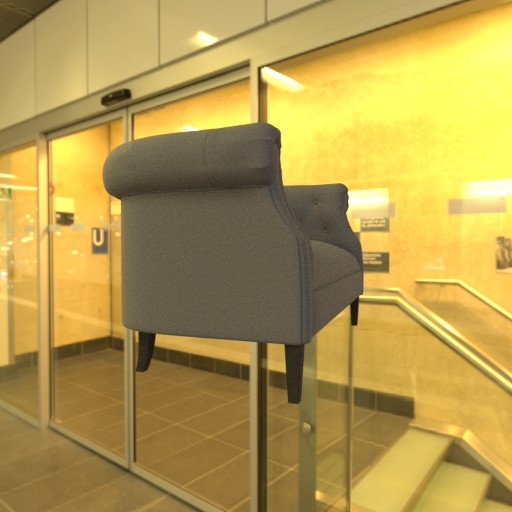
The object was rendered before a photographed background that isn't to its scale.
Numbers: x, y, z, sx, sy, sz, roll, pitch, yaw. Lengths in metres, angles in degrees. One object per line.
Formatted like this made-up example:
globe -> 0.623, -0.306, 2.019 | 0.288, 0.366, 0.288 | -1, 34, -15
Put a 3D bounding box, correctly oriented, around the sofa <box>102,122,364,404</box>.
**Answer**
sofa -> 0.000, 0.000, 2.053 | 0.835, 0.827, 1.558 | 0, 1, 20
